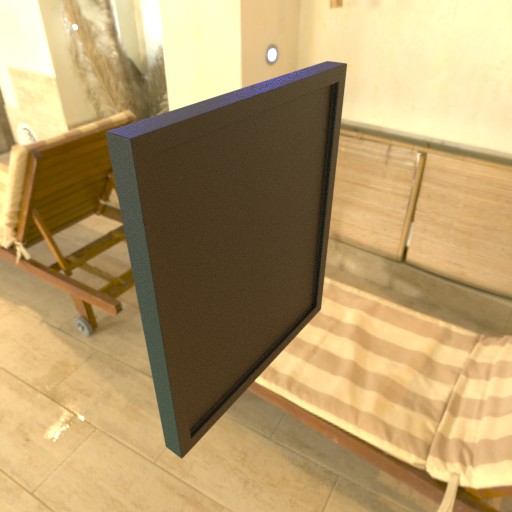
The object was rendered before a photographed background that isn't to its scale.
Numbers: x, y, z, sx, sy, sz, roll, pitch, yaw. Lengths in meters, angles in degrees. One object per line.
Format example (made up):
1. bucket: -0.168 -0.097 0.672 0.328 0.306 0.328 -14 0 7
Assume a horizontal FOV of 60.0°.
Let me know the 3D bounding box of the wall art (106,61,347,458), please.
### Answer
1. wall art: 0.000 0.000 0.526 0.028 0.381 0.328 22 40 29
